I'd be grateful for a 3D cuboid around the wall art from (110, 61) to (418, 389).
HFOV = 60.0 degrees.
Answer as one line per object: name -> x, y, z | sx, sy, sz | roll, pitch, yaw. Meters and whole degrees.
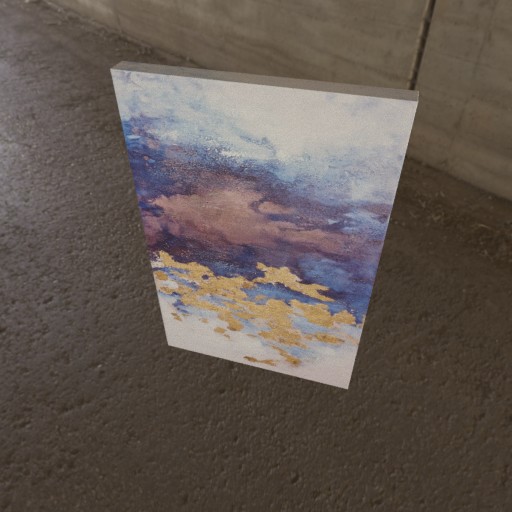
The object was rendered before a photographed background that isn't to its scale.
wall art -> 0.000, 0.000, 1.113 | 0.583, 0.874, 0.048 | 11, 42, 12
